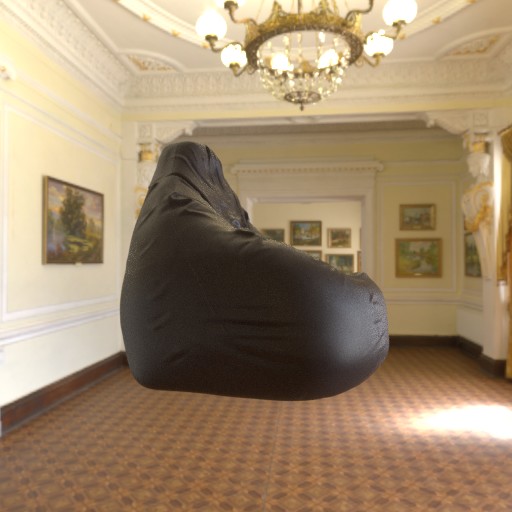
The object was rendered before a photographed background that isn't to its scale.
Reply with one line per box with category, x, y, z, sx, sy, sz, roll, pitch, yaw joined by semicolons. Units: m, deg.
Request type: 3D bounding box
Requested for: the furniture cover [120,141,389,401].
furniture cover;0.000;0.000;1.864;1.070;0.990;1.070;0;-1;19
